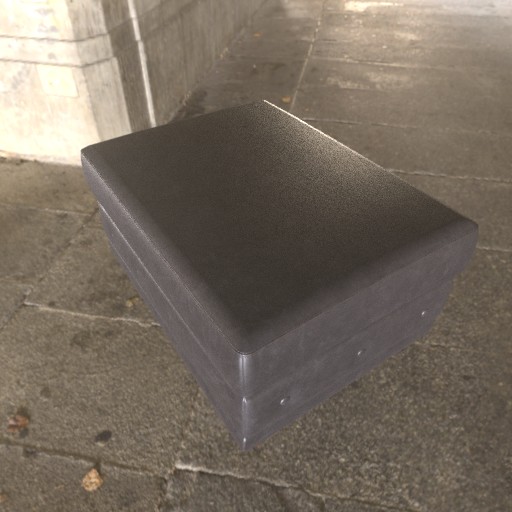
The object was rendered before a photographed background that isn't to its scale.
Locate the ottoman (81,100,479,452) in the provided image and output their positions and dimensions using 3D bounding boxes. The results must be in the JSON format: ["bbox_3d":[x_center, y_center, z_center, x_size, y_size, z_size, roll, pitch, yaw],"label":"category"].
[{"bbox_3d":[0.000,0.000,1.153,0.590,0.498,0.795,-24,47,-25],"label":"ottoman"}]
